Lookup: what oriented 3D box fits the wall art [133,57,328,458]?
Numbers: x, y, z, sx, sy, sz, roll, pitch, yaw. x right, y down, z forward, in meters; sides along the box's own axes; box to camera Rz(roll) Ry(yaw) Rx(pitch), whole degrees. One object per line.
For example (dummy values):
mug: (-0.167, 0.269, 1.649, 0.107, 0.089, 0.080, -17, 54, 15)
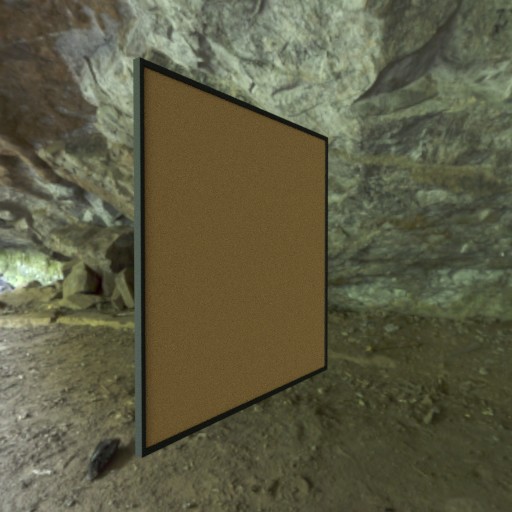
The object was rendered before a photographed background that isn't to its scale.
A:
wall art: (0.000, 0.000, 0.693, 0.013, 0.457, 0.458, 1, 1, 37)
